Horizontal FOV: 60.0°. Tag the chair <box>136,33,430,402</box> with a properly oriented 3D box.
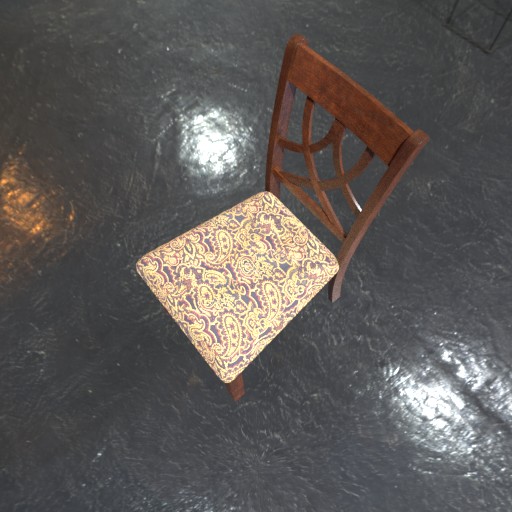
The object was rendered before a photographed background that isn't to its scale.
[{"bbox_3d":[0.000,0.000,1.293,0.584,0.965,0.457,-36,70,-16],"label":"chair"}]
